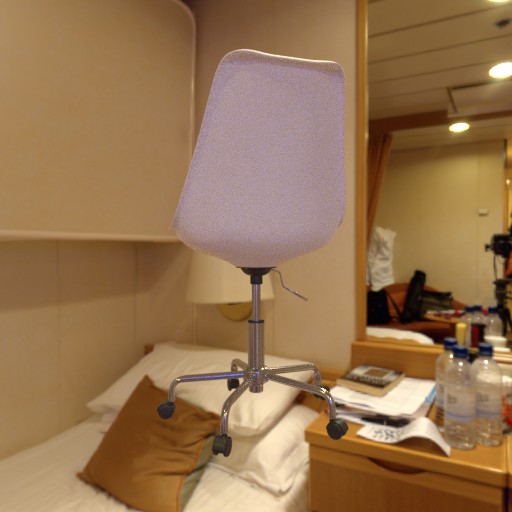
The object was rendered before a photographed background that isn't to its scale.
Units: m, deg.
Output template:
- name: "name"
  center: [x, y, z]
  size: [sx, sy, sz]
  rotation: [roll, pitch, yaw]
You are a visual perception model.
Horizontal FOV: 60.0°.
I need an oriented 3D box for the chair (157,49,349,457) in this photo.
- name: "chair"
  center: [0.000, 0.000, 1.272]
  size: [0.550, 0.930, 0.550]
  rotation: [0, 1, -18]
